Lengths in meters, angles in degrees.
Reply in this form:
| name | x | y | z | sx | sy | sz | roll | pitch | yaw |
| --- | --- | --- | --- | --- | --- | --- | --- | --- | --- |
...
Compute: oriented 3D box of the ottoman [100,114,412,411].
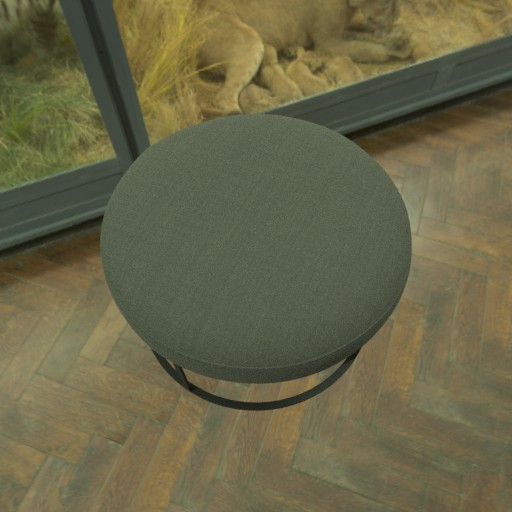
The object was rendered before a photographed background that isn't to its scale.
| name | x | y | z | sx | sy | sz | roll | pitch | yaw |
| --- | --- | --- | --- | --- | --- | --- | --- | --- | --- |
| ottoman | 0.000 | 0.000 | 1.234 | 0.772 | 0.460 | 0.772 | 0 | 58 | 0 |
